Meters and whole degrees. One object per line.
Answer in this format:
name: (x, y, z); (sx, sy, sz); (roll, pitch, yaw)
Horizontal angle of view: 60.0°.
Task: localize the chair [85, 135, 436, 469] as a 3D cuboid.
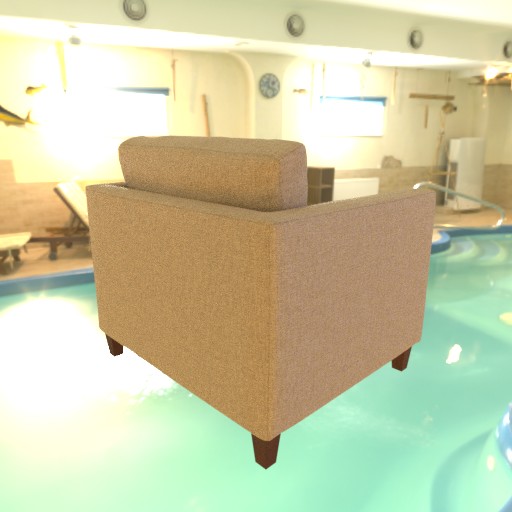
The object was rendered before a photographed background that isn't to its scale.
chair: (0.000, 0.000, 1.831); (0.959, 0.961, 1.107); (-15, 21, -42)
